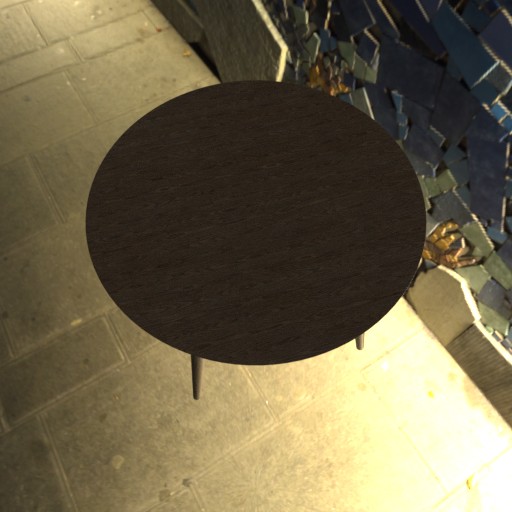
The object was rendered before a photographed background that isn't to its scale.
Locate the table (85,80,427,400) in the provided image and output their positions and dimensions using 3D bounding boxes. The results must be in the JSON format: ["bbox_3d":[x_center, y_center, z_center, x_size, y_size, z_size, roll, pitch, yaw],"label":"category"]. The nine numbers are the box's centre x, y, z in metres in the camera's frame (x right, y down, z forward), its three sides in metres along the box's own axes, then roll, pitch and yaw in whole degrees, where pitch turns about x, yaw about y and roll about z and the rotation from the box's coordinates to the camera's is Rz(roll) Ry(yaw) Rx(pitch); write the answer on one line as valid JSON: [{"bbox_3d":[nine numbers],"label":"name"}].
[{"bbox_3d":[0.000,0.000,1.738,1.053,0.786,1.053,0,62,0],"label":"table"}]
